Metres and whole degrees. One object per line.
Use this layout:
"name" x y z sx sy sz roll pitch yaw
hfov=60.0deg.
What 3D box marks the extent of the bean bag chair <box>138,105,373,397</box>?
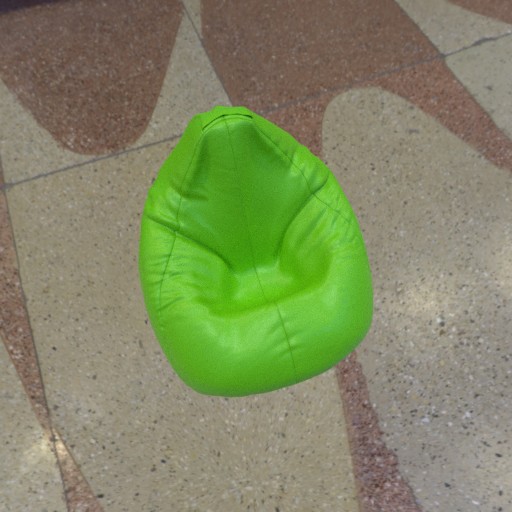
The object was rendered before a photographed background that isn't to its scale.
"bean bag chair" 0.000 0.000 1.957 1.070 0.990 1.070 -17 64 -9
